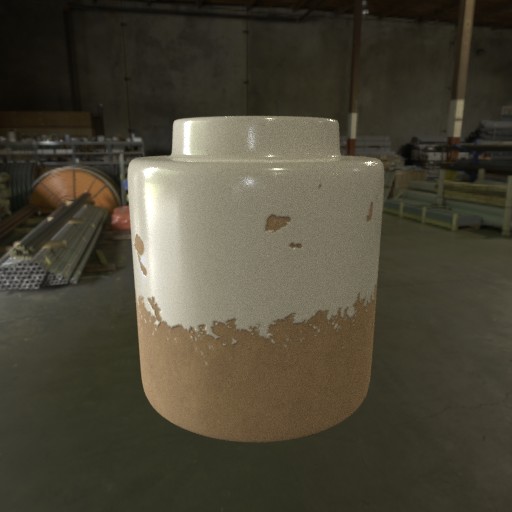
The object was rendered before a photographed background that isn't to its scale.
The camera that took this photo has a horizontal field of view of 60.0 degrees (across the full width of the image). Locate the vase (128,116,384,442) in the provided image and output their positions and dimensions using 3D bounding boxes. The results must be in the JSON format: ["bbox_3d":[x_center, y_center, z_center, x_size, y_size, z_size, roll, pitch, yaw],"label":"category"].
[{"bbox_3d":[0.000,0.000,0.286,0.153,0.167,0.153,0,14,0],"label":"vase"}]
